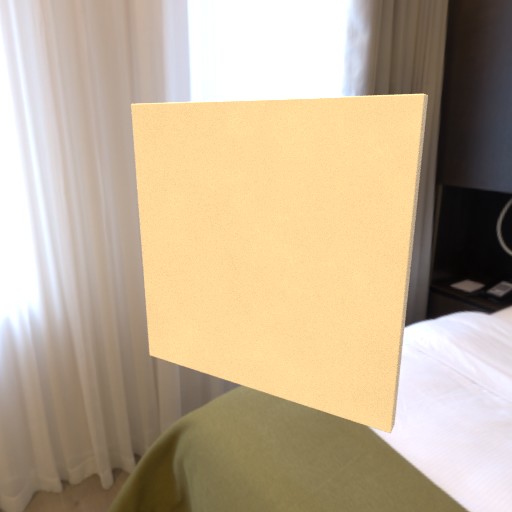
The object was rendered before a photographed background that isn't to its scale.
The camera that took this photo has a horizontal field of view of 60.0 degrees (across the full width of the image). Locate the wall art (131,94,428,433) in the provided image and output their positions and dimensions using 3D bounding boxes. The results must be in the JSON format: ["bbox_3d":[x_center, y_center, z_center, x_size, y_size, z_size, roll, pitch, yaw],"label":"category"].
[{"bbox_3d":[0.000,0.000,1.148,0.762,0.762,0.040,9,18,28],"label":"wall art"}]
